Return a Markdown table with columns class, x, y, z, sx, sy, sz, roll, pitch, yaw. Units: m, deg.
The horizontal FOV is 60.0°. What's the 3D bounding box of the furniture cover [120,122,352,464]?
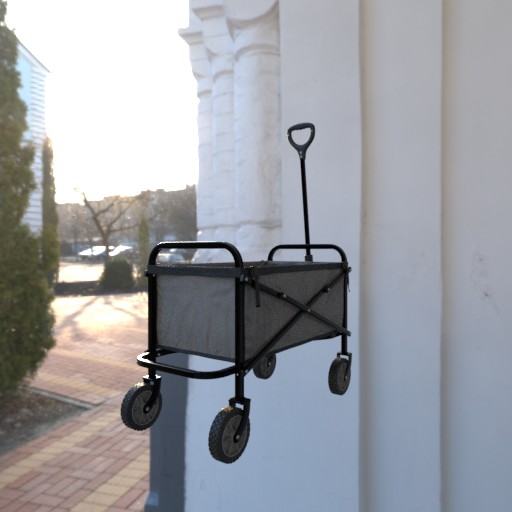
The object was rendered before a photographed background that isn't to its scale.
| class | x | y | z | sx | sy | sz | roll | pitch | yaw |
| --- | --- | --- | --- | --- | --- | --- | --- | --- | --- |
| furniture cover | 0.000 | 0.000 | 1.886 | 0.532 | 1.295 | 1.038 | 1 | 1 | 36 |
